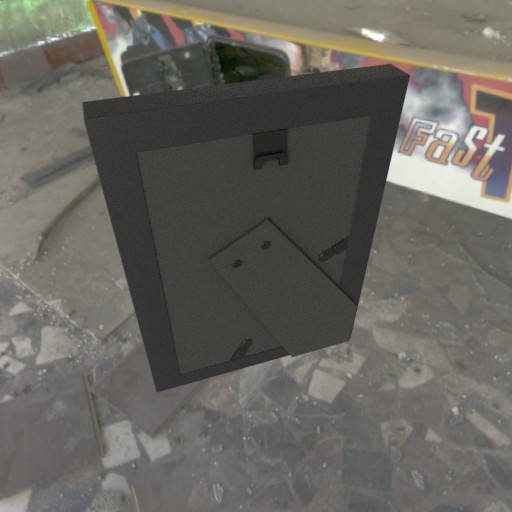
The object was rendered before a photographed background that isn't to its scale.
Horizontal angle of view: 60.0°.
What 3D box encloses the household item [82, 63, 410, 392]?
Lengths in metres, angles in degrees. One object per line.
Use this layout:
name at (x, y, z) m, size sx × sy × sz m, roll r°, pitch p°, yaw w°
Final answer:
household item at (0.000, 0.000, 0.235) m, size 0.133 × 0.178 × 0.022 m, roll -12°, pitch 43°, yaw -14°
